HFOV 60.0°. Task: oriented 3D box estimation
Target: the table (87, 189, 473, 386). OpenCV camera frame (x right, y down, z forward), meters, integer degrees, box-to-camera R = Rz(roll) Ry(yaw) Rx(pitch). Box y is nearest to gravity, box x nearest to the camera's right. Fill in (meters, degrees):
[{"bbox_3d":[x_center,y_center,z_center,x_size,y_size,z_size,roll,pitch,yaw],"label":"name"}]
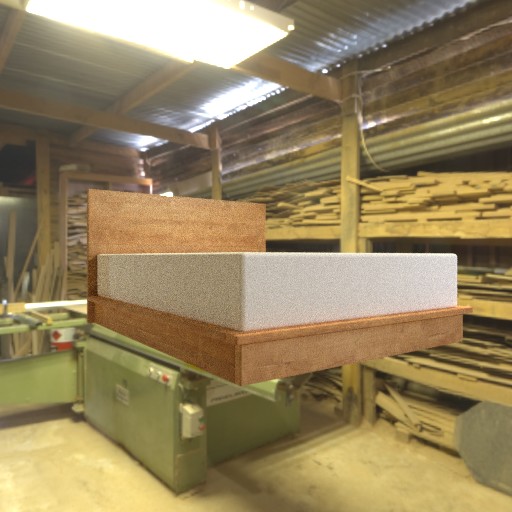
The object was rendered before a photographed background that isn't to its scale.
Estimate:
[{"bbox_3d":[0.000,0.000,3.071,1.707,1.041,2.149,0,0,-35],"label":"table"}]
